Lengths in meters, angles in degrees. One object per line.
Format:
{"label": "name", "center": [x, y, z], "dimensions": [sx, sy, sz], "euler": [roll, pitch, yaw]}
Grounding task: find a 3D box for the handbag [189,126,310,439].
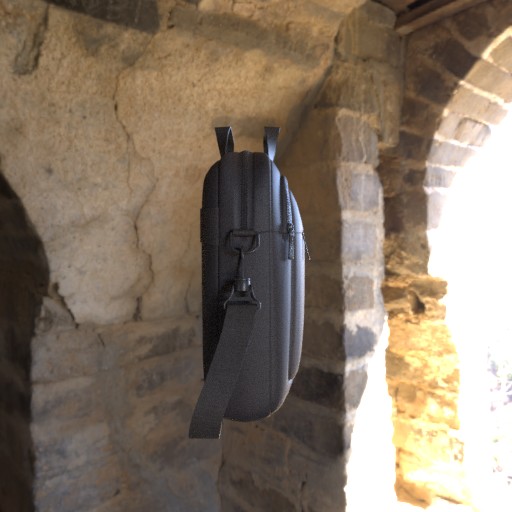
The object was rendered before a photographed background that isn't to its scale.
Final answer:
{"label": "handbag", "center": [0.000, 0.000, 0.586], "dimensions": [0.126, 0.330, 0.429], "euler": [0, 1, 0]}
